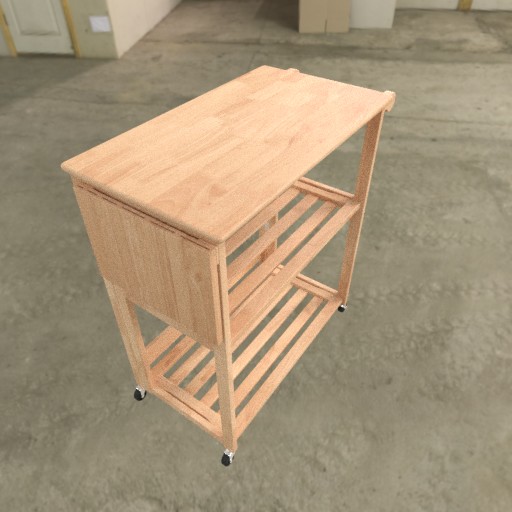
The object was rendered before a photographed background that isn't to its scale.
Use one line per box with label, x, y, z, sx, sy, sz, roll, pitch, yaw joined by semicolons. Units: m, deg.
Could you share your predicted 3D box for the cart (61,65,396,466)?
cart;0.000;0.000;1.370;0.432;0.879;0.853;25;47;26
